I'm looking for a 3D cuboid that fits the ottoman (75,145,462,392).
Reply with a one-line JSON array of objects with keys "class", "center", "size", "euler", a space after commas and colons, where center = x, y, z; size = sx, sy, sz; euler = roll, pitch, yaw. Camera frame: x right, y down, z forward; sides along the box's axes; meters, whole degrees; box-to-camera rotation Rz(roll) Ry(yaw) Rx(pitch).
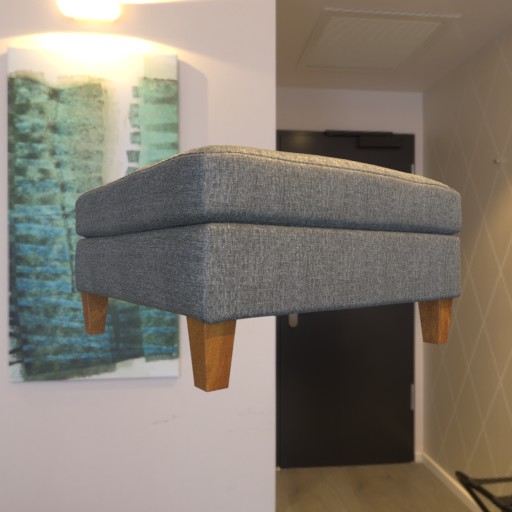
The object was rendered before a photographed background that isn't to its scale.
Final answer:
[{"class": "ottoman", "center": [0.000, 0.000, 1.310], "size": [0.838, 0.481, 0.838], "euler": [0, 0, -36]}]
